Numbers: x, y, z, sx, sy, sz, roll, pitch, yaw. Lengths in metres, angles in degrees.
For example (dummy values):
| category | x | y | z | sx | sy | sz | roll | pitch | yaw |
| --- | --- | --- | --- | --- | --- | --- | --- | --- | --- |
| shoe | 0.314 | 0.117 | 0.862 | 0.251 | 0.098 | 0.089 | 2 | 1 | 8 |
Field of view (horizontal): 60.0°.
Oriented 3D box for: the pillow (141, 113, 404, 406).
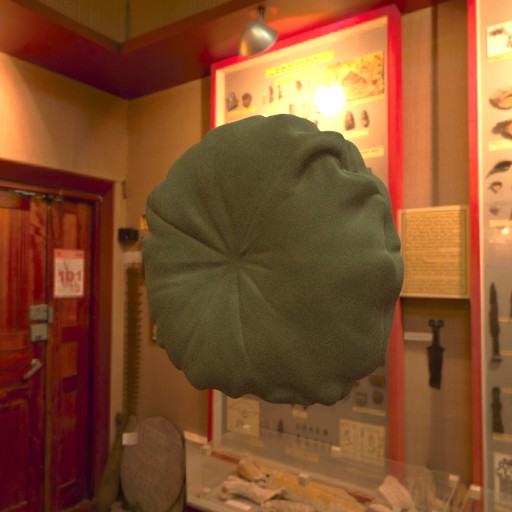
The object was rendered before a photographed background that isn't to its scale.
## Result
| category | x | y | z | sx | sy | sz | roll | pitch | yaw |
| --- | --- | --- | --- | --- | --- | --- | --- | --- | --- |
| pillow | 0.000 | 0.000 | 0.647 | 0.428 | 0.407 | 0.148 | -1 | -2 | 36 |
